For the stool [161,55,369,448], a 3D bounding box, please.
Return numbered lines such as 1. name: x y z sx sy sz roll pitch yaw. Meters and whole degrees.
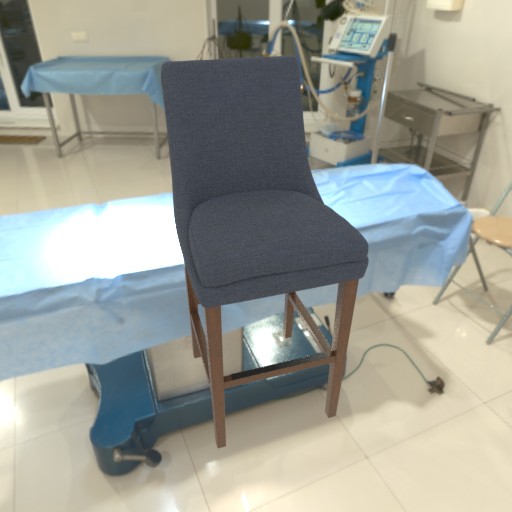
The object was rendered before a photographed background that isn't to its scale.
1. stool: 0.000 0.000 1.393 0.470 1.078 0.577 -9 34 -15
